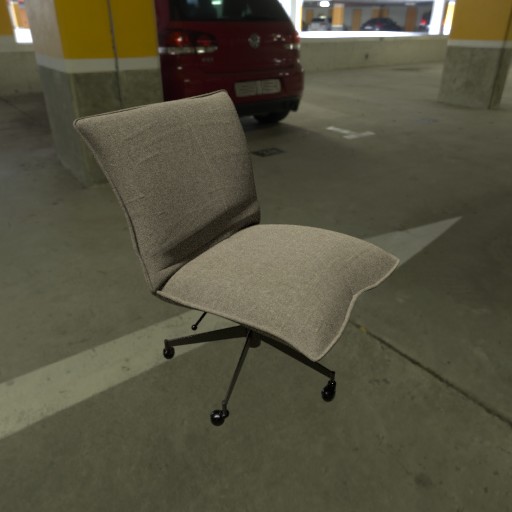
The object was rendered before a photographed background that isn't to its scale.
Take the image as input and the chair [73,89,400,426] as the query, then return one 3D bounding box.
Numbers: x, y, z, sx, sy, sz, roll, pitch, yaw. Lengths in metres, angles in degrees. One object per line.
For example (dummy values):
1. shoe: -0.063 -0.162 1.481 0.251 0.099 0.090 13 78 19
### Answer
1. chair: 0.000 0.000 1.293 0.696 0.811 0.597 18 33 31
